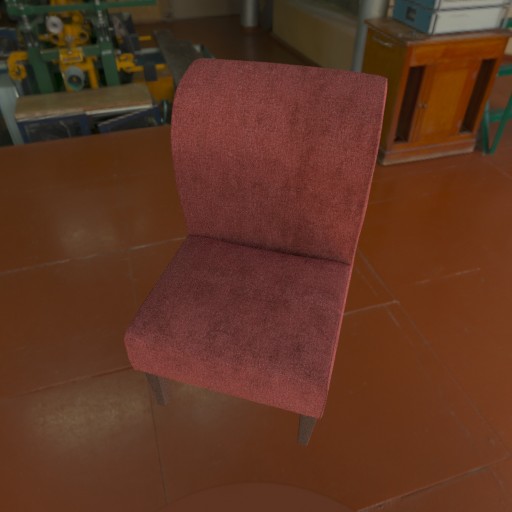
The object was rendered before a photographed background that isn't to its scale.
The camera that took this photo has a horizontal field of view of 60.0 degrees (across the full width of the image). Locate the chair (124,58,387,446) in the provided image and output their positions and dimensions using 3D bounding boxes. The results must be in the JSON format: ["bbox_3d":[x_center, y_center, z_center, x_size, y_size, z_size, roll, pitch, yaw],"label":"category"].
[{"bbox_3d":[0.000,0.000,1.233,0.538,0.846,0.640,11,43,12],"label":"chair"}]
